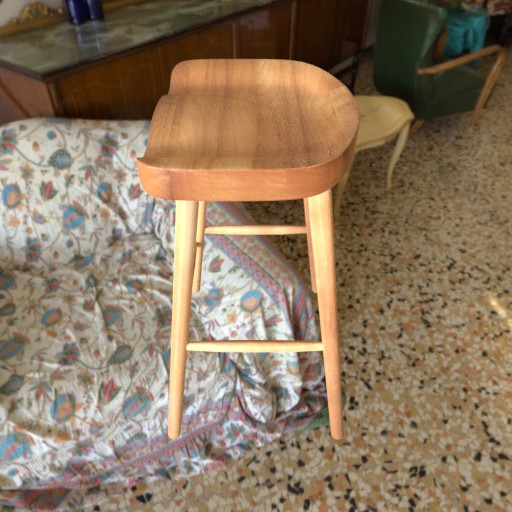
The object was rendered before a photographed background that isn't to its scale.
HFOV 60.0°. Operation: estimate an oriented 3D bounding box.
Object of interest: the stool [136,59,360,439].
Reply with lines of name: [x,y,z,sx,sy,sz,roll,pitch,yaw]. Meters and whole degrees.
stool: [0.000,0.000,0.867,0.361,0.615,0.440,0,41,0]
